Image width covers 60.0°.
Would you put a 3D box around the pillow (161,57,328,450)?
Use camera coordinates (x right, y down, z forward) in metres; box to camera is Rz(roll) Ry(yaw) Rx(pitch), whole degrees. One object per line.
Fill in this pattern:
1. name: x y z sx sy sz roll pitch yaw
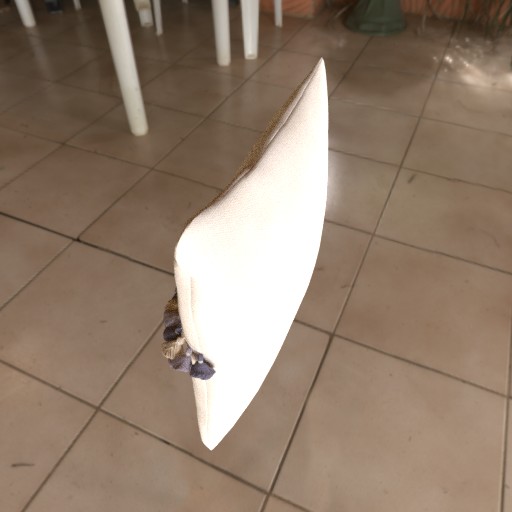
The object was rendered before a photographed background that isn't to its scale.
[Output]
1. pillow: 0.000 0.000 0.734 0.165 0.481 0.489 17 48 16
